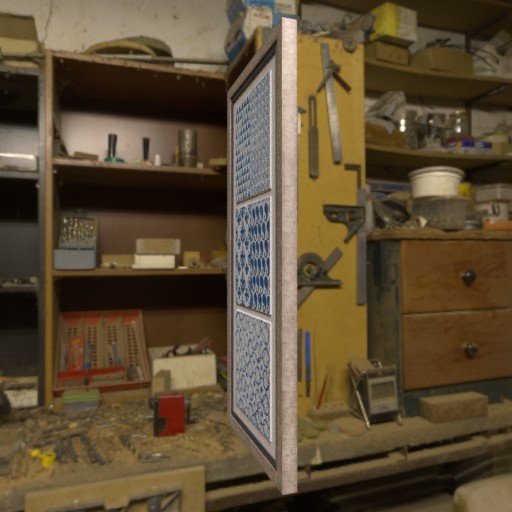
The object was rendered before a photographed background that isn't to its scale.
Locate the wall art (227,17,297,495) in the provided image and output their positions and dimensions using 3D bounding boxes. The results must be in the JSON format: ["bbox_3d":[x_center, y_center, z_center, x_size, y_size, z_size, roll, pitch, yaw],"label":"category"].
[{"bbox_3d":[0.000,0.000,1.669,0.051,1.461,0.648,0,0,-19],"label":"wall art"}]
